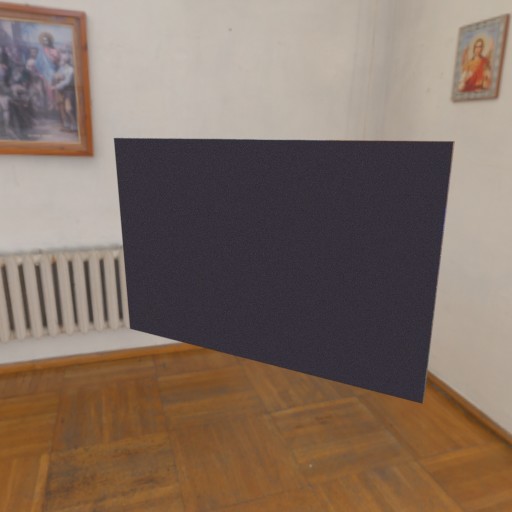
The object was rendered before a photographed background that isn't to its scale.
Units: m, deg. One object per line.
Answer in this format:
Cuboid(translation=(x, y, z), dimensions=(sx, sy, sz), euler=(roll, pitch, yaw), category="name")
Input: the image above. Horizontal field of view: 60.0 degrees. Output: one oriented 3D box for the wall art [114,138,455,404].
Cuboid(translation=(0.000, 0.000, 1.186), dimensions=(0.908, 0.604, 0.037), euler=(8, 18, 26), category="wall art")
